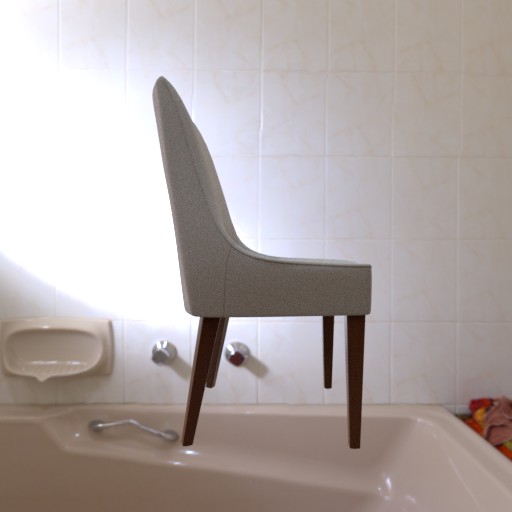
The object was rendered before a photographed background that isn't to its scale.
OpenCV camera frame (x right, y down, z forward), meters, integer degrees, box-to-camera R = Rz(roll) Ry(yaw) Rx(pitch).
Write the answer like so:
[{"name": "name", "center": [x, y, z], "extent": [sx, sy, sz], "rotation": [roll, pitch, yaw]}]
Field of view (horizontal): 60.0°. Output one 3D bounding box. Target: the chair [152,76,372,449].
[{"name": "chair", "center": [0.000, 0.000, 1.215], "extent": [0.544, 0.861, 0.529], "rotation": [0, 1, 1]}]
